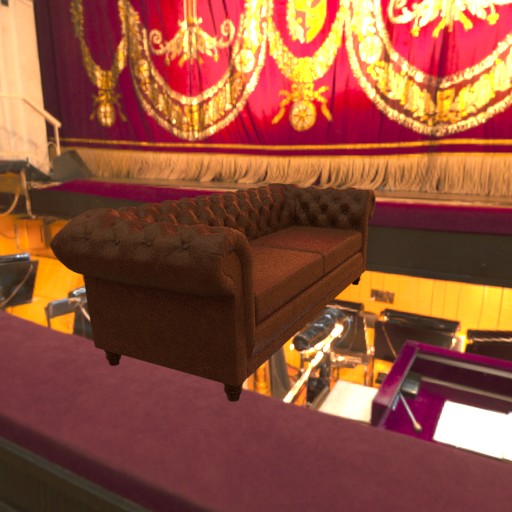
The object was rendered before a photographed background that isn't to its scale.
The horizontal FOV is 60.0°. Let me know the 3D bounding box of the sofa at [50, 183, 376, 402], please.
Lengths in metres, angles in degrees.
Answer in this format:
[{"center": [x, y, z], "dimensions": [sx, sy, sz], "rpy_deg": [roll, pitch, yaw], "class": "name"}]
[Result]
[{"center": [0.000, 0.000, 2.823], "dimensions": [0.944, 0.783, 2.385], "rpy_deg": [7, 15, 27], "class": "sofa"}]
